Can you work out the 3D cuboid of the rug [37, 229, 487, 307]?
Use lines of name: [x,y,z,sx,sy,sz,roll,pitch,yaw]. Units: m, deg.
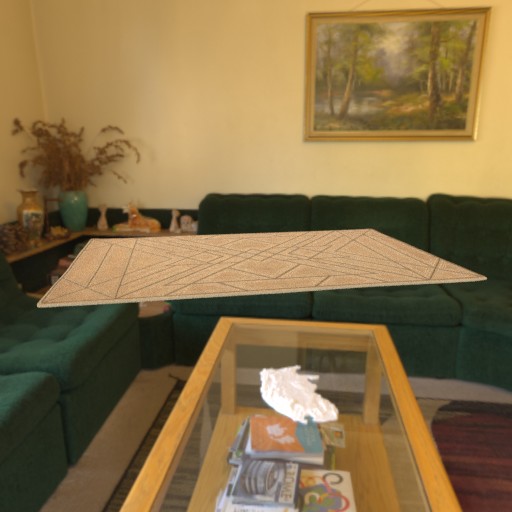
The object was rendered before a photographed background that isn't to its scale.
rug: [0.000,0.000,3.104,2.459,0.023,1.575,-3,14,-10]
